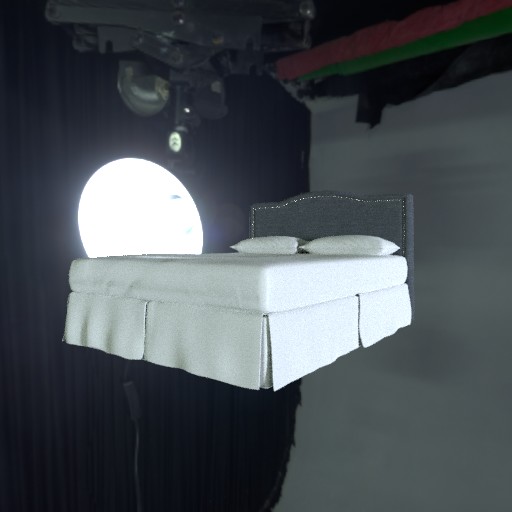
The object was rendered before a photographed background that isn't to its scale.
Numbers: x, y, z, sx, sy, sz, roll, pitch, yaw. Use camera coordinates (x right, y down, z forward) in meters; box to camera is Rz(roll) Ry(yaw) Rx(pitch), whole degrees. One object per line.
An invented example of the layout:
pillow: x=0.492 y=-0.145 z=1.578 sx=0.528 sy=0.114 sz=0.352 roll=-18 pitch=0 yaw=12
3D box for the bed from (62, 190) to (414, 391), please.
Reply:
bed: x=0.000 y=0.000 z=4.117 sx=2.161 sy=1.457 sz=2.689 roll=1 pitch=2 yaw=36
